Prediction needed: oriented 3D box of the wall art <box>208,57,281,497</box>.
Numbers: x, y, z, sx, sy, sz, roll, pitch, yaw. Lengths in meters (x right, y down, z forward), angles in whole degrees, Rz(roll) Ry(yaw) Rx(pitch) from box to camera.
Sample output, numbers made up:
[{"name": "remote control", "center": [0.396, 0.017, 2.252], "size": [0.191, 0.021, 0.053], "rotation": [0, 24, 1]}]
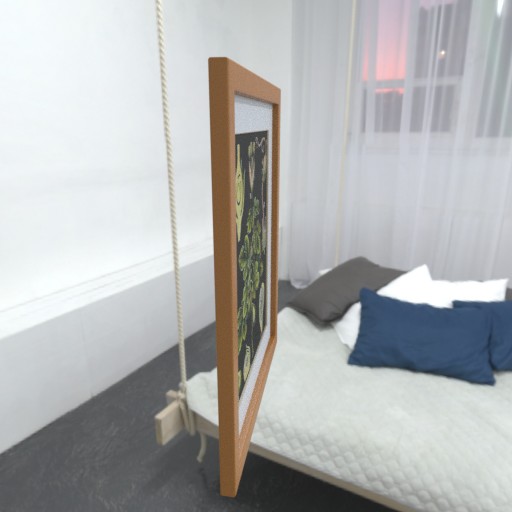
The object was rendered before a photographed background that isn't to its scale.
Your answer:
[{"name": "wall art", "center": [0.000, 0.000, 0.739], "size": [0.022, 0.553, 0.452], "rotation": [3, 17, 9]}]
